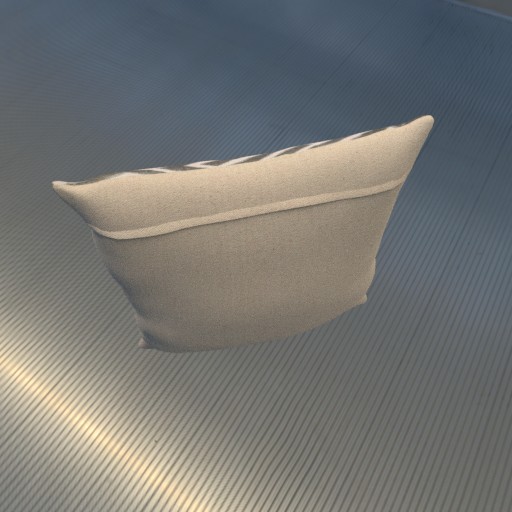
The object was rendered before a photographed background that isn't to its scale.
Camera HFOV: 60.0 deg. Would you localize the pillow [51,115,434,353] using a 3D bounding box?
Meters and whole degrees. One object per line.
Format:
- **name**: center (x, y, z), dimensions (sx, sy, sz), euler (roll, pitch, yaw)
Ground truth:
- **pillow**: center (0.000, 0.000, 0.663), dimensions (0.440, 0.441, 0.182), euler (-11, 57, -7)
